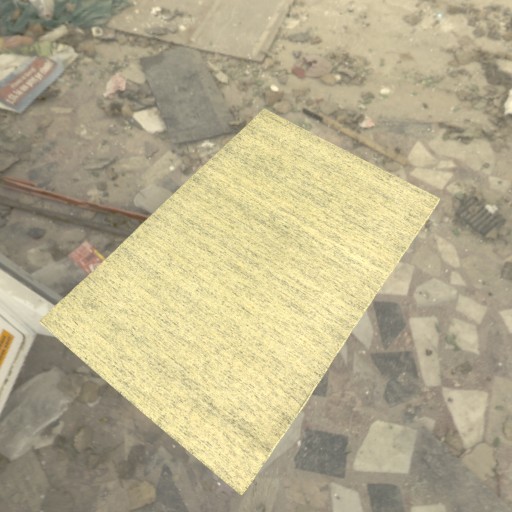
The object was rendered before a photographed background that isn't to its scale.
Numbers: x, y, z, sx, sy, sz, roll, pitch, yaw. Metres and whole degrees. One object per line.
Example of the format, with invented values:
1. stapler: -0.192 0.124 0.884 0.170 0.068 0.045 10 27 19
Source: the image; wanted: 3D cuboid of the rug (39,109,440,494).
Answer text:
1. rug: 0.000 0.000 2.840 1.523 0.017 2.263 33 65 18
